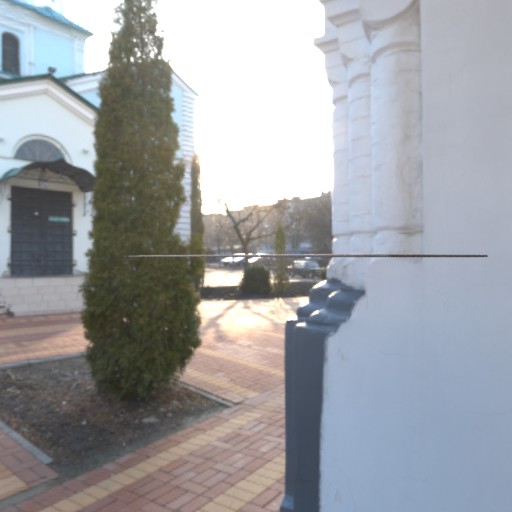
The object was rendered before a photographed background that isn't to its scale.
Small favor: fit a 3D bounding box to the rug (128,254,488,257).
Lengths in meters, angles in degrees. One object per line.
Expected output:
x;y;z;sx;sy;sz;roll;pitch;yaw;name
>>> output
0.000;0.000;2.682;0.685;0.013;2.437;0;0;-37;rug
